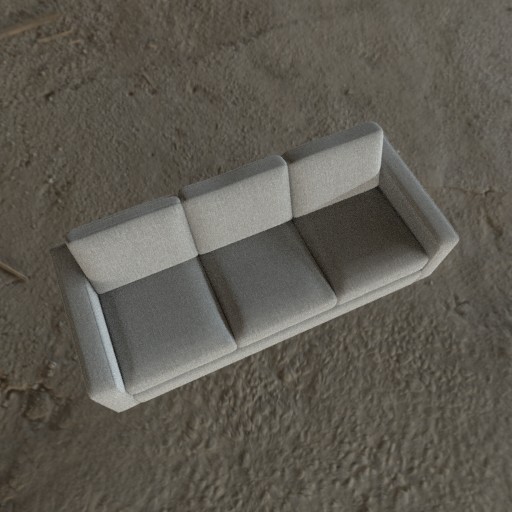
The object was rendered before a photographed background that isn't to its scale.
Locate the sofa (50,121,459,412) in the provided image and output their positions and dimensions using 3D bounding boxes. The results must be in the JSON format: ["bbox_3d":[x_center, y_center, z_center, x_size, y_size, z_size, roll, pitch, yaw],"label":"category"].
[{"bbox_3d":[0.000,0.000,2.591,2.120,0.800,0.900,-22,65,-11],"label":"sofa"}]
